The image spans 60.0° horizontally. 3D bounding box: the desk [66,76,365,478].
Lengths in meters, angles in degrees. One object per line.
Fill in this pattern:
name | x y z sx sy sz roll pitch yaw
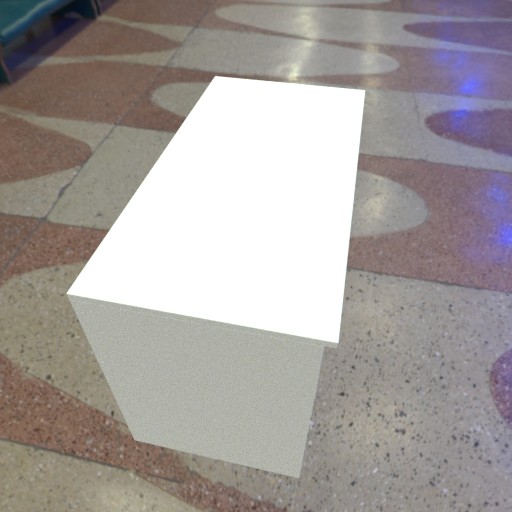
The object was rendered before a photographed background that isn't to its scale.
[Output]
desk | 0.000 0.000 1.510 0.560 0.730 1.100 9 46 9
